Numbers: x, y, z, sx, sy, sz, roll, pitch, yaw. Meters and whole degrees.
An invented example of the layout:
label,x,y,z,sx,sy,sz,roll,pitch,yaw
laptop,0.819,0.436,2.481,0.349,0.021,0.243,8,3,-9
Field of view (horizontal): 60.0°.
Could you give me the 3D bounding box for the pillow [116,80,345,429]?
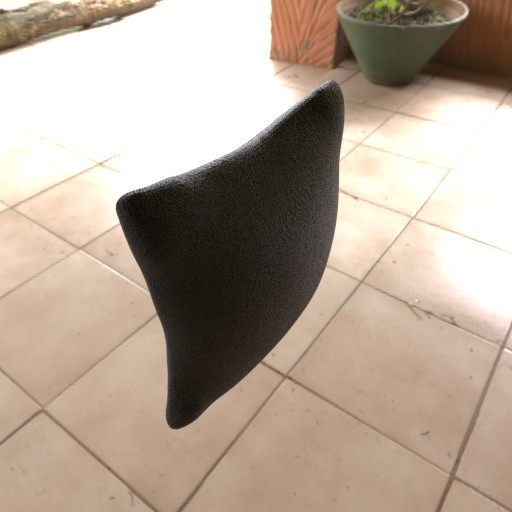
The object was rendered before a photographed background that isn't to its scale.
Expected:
label,x,y,z,sx,sy,sz,roll,pitch,yaw
pillow,0.000,0.000,0.826,0.210,0.523,0.533,25,47,26
